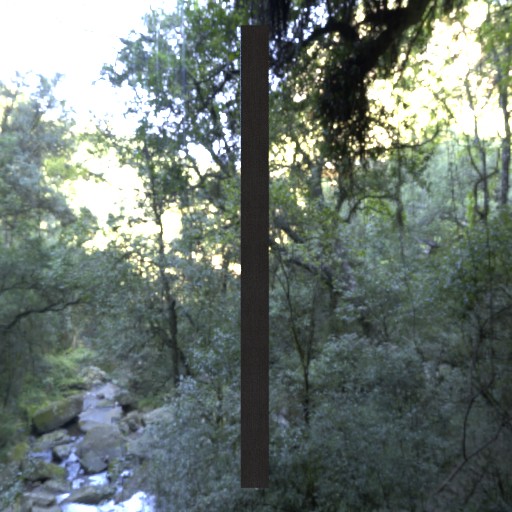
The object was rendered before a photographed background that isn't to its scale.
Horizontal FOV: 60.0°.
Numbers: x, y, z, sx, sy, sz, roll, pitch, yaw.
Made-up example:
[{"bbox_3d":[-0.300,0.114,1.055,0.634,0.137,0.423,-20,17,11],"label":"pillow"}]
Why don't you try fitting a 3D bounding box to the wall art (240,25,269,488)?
[{"bbox_3d":[0.000,0.000,0.664,0.031,0.509,0.356,0,1,0],"label":"wall art"}]
